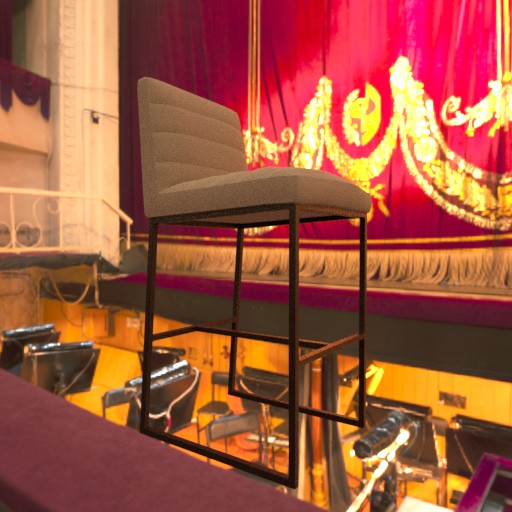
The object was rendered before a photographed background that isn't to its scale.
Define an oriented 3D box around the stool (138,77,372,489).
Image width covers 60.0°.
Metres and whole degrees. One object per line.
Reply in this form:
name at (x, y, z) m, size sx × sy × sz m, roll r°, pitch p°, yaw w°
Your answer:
stool at (0.000, 0.000, 1.339) m, size 0.573 × 1.061 × 0.464 m, roll 1°, pitch 2°, yaw 35°
